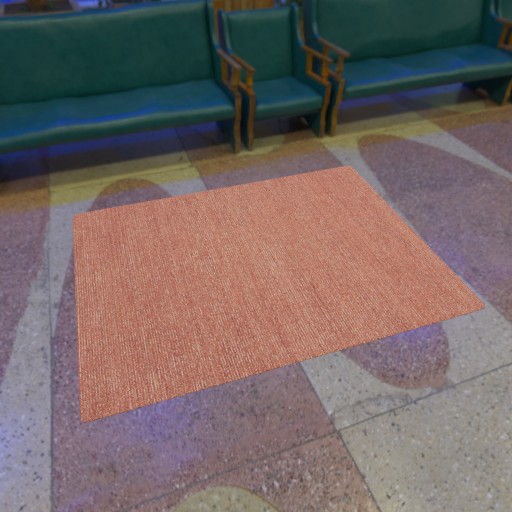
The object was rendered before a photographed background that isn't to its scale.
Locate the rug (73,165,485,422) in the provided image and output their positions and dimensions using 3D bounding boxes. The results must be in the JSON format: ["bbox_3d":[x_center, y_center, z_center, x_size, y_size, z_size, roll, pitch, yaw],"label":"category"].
[{"bbox_3d":[0.000,0.000,2.710,2.112,0.009,1.594,-12,43,-14],"label":"rug"}]
